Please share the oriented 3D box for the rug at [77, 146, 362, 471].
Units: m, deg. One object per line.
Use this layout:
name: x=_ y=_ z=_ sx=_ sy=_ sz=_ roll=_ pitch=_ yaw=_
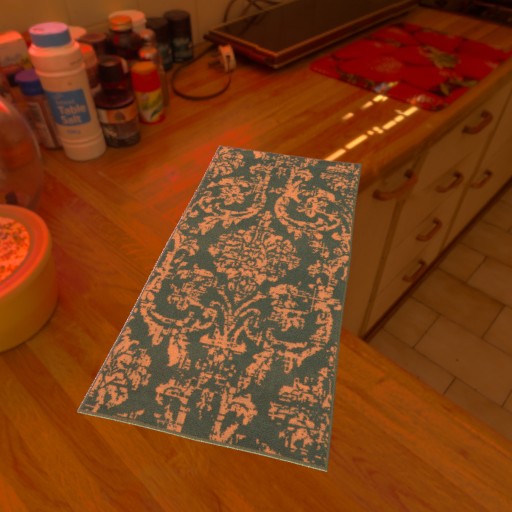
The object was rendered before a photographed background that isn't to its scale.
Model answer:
rug: x=0.000 y=0.000 z=1.435 sx=0.604 sy=0.007 sz=1.219 roll=9 pitch=46 yaw=9
